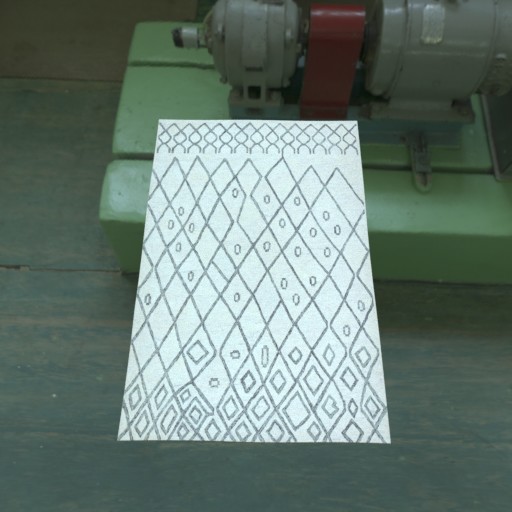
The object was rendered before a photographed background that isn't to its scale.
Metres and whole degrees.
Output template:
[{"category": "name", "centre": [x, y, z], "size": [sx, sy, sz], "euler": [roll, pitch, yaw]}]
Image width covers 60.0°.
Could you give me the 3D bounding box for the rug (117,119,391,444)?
[{"category": "rug", "centre": [0.000, 0.000, 2.350], "size": [1.222, 0.015, 1.828], "euler": [1, 66, 0]}]
